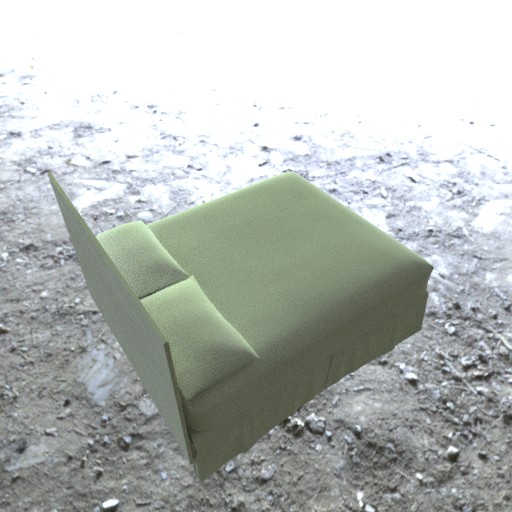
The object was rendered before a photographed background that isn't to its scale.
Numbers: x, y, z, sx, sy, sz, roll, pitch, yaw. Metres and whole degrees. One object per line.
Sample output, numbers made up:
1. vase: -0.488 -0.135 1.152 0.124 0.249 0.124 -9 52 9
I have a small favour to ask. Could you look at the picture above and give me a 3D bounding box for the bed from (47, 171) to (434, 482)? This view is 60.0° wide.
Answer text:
1. bed: 0.000 0.000 3.179 2.094 1.335 1.745 -25 47 -26
